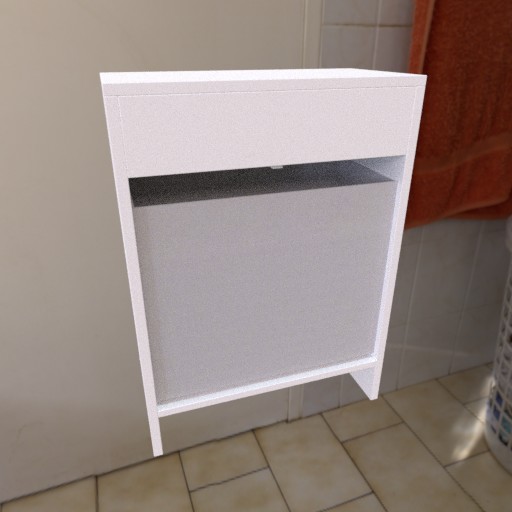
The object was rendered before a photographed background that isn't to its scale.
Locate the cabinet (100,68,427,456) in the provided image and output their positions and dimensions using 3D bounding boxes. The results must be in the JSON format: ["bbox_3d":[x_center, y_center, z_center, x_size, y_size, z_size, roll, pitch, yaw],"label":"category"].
[{"bbox_3d":[0.000,0.000,1.071,0.600,0.815,0.296,-8,27,-17],"label":"cabinet"}]
